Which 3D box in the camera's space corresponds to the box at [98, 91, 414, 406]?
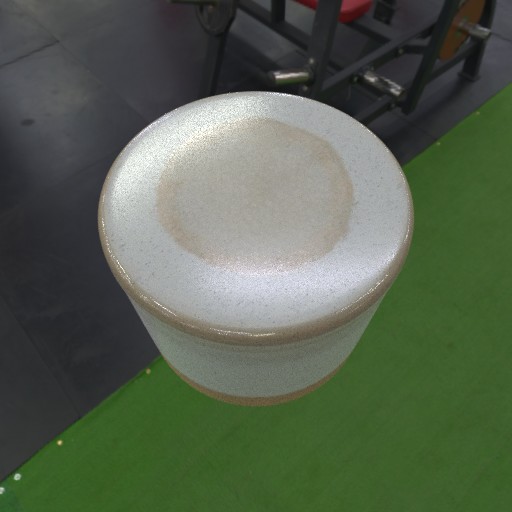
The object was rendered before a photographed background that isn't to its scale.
[{"bbox_3d":[0.000,0.000,0.266,0.154,0.123,0.154,0,58,0],"label":"box"}]
